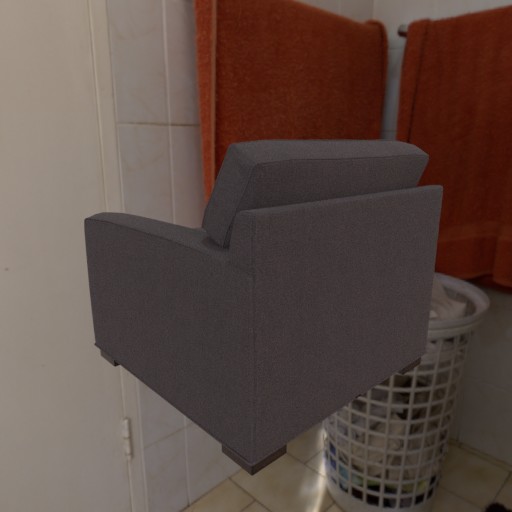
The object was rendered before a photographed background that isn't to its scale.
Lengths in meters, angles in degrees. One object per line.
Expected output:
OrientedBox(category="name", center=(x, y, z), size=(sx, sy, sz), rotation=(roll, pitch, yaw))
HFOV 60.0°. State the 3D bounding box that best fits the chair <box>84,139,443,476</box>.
OrientedBox(category="chair", center=(0.000, 0.000, 1.797), size=(0.997, 0.913, 1.043), rotation=(-13, 19, -41))
